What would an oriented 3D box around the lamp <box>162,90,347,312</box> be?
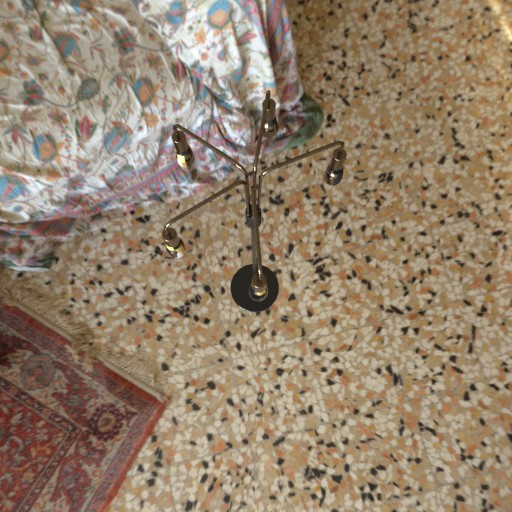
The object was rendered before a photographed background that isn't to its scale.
[{"bbox_3d":[0.000,0.000,2.008,0.572,1.721,0.599,-5,76,-1],"label":"lamp"}]
